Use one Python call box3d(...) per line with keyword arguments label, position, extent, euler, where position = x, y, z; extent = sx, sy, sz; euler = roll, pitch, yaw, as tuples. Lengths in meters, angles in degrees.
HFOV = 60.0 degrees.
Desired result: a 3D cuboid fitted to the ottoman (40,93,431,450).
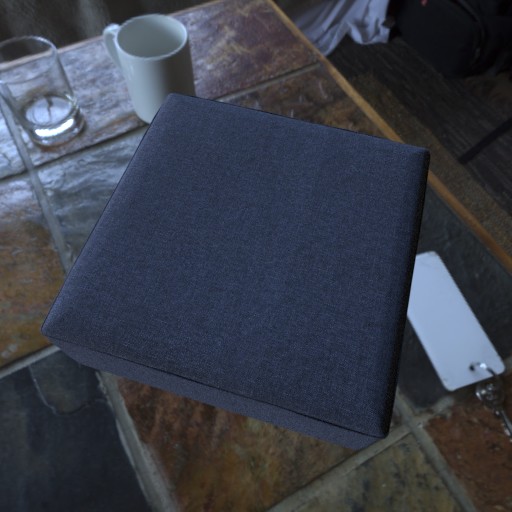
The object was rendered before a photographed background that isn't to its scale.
box3d(label="ottoman", position=(0.000, 0.000, 1.559), extent=(1.017, 0.423, 1.023), euler=(15, 64, 8))
